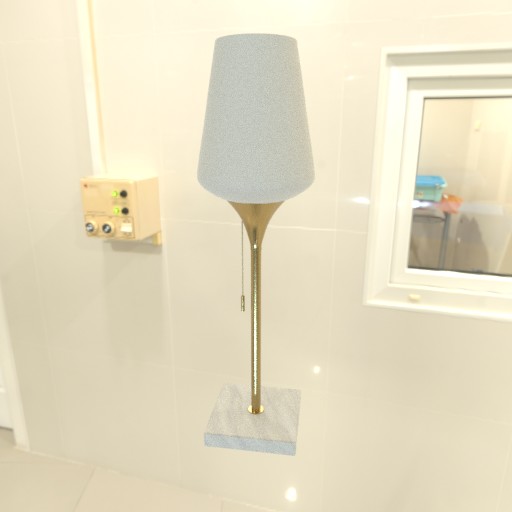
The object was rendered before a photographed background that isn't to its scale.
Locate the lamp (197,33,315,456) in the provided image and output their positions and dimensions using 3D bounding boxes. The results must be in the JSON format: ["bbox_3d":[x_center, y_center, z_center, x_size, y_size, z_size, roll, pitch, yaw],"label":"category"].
[{"bbox_3d":[0.000,0.000,0.722,0.181,0.639,0.181,3,17,8],"label":"lamp"}]
